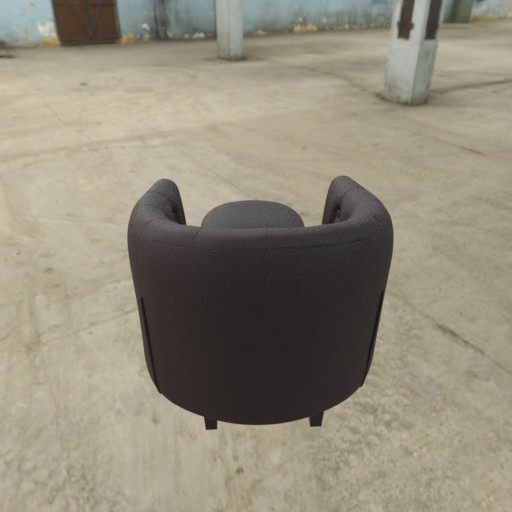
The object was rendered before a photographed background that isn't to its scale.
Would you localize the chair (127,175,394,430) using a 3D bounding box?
[{"bbox_3d":[0.000,0.000,1.646,0.763,0.760,1.191,-1,31,-2],"label":"chair"}]
